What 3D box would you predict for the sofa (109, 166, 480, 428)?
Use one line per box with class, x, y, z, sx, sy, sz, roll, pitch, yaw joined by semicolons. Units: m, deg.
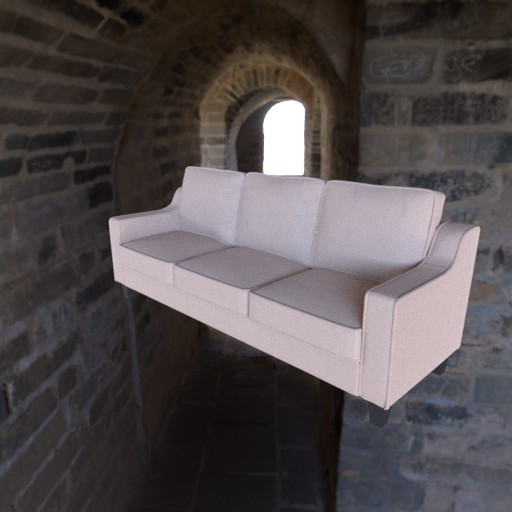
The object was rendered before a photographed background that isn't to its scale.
sofa;0.000;0.000;2.562;0.791;0.902;2.131;-15;22;-43
